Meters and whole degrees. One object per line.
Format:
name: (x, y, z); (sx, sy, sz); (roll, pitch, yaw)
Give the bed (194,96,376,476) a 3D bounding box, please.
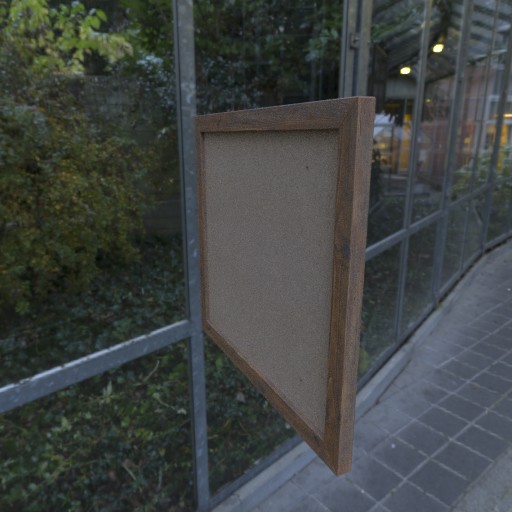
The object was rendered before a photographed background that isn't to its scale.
bed: (0.000, 0.000, 1.500); (0.046, 0.942, 1.046); (-7, 17, -25)
